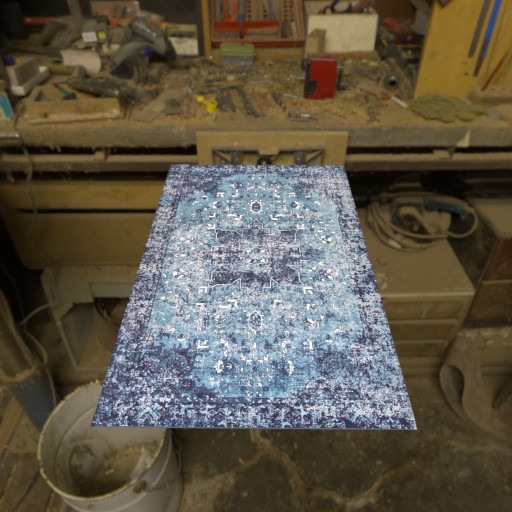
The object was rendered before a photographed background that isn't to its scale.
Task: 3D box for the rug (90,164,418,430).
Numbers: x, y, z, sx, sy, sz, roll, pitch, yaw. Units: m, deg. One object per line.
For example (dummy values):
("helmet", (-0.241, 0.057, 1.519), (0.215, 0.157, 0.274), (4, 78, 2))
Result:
("rug", (0.000, 0.000, 2.978), (1.525, 0.007, 2.440), (0, 41, 0))
